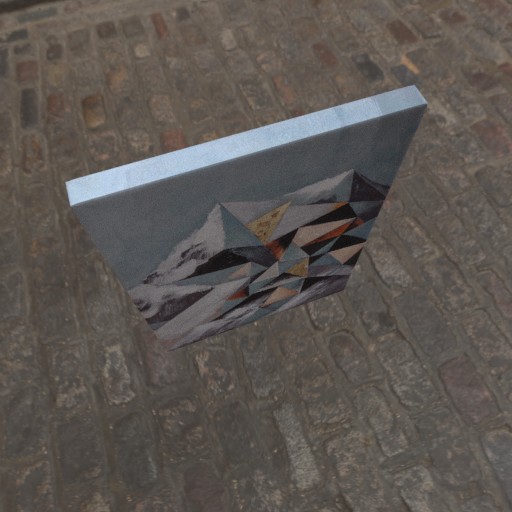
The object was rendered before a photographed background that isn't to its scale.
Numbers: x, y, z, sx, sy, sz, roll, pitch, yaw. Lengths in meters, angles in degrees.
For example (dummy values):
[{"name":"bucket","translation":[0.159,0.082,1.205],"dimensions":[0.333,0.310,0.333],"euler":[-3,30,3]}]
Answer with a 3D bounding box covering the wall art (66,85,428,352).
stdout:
[{"name":"wall art","translation":[0.000,0.000,0.806],"dimensions":[0.455,0.613,0.037],"euler":[-18,64,-9]}]
